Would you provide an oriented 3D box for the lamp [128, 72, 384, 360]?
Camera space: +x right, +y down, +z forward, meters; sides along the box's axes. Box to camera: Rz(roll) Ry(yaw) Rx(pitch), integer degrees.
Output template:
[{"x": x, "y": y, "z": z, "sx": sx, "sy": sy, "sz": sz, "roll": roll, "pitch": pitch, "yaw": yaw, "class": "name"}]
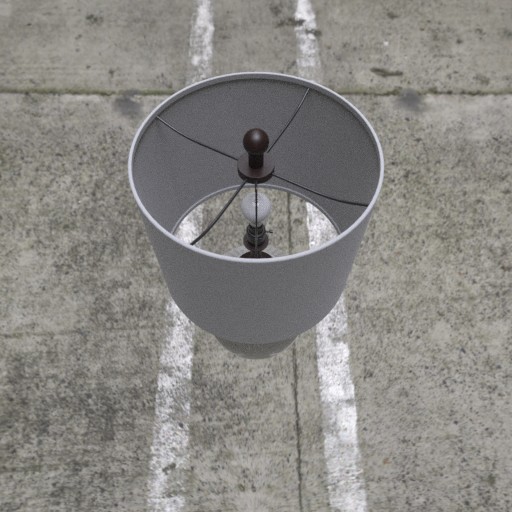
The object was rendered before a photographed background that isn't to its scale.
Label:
[{"x": 0.000, "y": 0.000, "z": 0.767, "sx": 0.318, "sy": 0.567, "sz": 0.318, "roll": 0, "pitch": 59, "yaw": 0, "class": "lamp"}]
